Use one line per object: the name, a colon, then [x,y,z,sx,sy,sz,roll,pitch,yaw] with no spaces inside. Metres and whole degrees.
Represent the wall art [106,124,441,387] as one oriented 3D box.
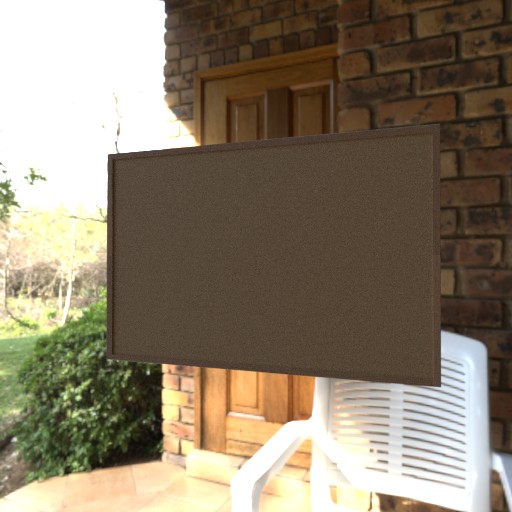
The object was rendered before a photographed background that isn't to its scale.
wall art: [0.000,0.000,0.797,0.613,0.407,0.035,0,-1,18]
